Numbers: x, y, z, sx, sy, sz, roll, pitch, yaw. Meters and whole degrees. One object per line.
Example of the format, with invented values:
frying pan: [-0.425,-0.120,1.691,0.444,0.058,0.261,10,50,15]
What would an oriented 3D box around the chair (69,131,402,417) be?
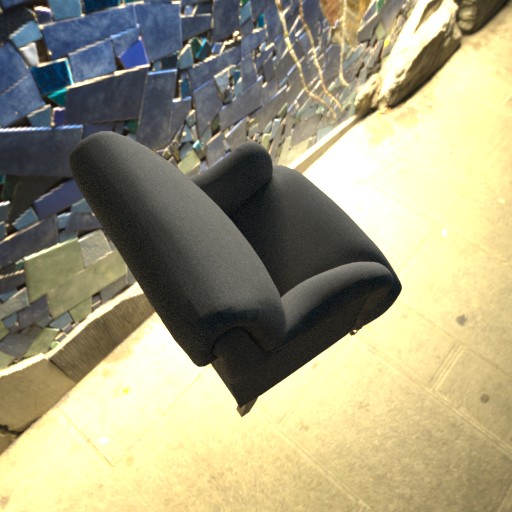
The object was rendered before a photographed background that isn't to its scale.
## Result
chair: [0.000,0.000,1.561,0.843,0.942,0.766,-30,61,-19]
